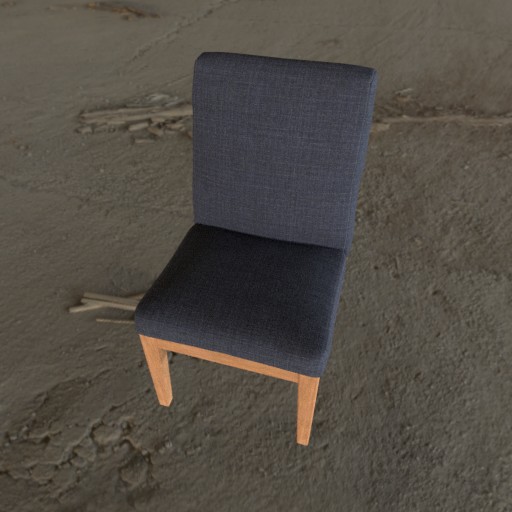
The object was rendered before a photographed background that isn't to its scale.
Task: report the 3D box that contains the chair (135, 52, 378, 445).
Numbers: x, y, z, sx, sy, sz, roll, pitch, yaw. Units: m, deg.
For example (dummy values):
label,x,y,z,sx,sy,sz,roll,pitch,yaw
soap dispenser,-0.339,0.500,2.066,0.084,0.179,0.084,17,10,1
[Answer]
label,x,y,z,sx,sy,sz,roll,pitch,yaw
chair,0.000,0.000,1.252,0.507,0.911,0.586,11,43,12
